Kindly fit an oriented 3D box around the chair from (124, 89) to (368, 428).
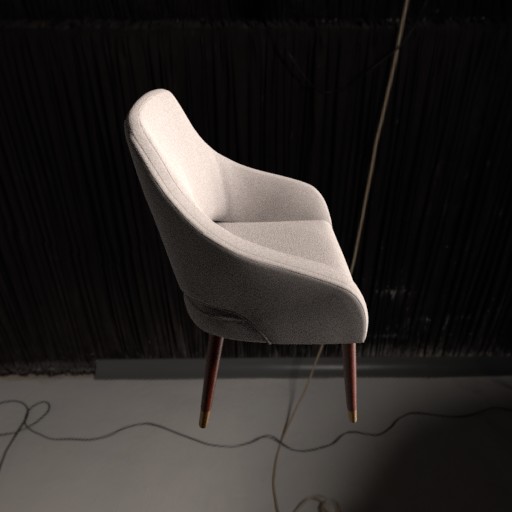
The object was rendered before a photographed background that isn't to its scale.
[{"bbox_3d":[0.000,0.000,1.314,0.600,0.889,0.609,-1,31,-1],"label":"chair"}]
